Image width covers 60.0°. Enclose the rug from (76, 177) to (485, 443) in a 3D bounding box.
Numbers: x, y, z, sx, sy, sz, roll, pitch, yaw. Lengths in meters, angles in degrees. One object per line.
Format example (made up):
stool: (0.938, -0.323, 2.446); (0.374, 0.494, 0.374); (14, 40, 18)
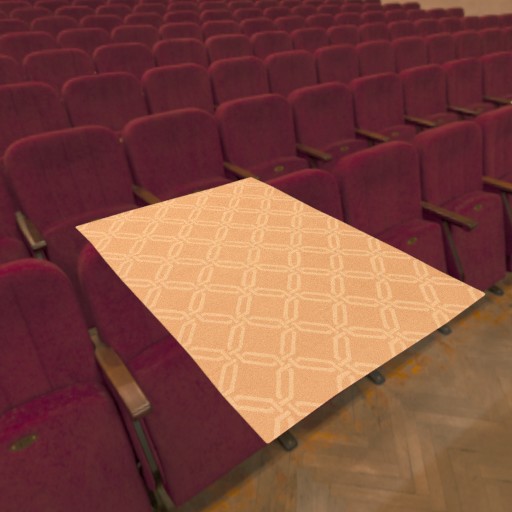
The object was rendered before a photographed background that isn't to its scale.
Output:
rug: (0.000, 0.000, 2.721); (1.524, 0.013, 2.135); (-22, 38, -31)
